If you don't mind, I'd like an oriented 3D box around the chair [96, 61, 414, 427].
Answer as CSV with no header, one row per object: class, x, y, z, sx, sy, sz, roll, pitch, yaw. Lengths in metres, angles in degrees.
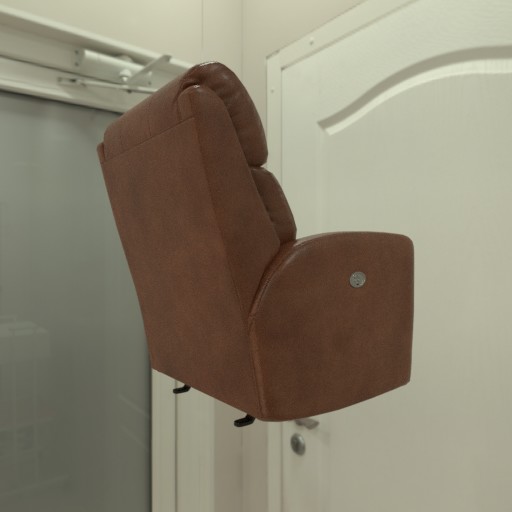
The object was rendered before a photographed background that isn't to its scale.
chair,0.000,0.000,1.618,0.939,1.016,0.787,0,0,-37
